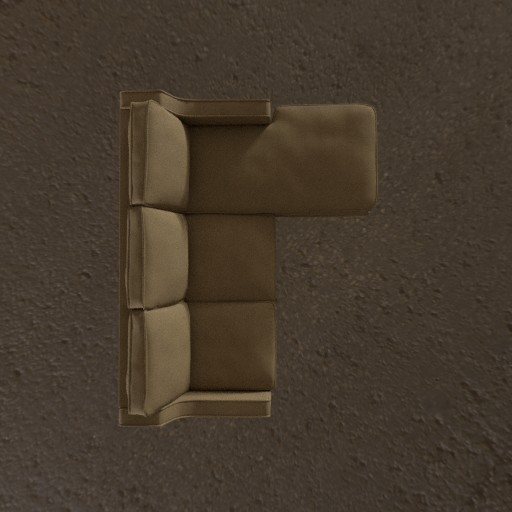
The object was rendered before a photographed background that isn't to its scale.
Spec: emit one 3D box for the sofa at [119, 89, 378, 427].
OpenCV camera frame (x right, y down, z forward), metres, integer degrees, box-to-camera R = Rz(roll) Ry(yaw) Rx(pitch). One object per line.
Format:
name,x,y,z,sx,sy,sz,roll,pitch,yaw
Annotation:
sofa,0.000,0.000,3.332,1.858,1.066,2.317,0,89,2
